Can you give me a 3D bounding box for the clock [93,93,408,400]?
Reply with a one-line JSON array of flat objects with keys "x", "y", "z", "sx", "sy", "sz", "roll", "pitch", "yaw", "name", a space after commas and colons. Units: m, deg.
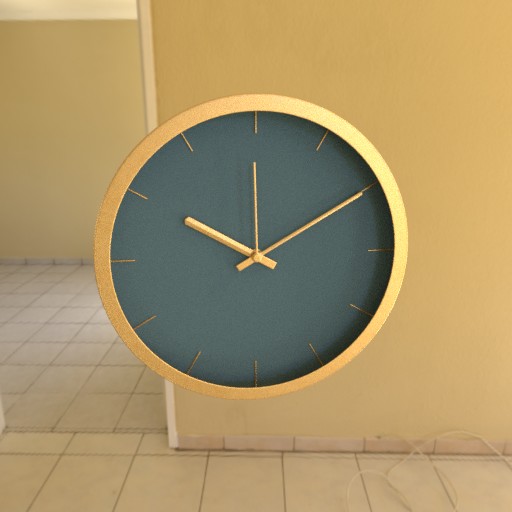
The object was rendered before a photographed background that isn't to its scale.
[{"x": 0.000, "y": 0.000, "z": 0.457, "sx": 0.314, "sy": 0.314, "sz": 0.040, "roll": -2, "pitch": 16, "yaw": -8, "name": "clock"}]
